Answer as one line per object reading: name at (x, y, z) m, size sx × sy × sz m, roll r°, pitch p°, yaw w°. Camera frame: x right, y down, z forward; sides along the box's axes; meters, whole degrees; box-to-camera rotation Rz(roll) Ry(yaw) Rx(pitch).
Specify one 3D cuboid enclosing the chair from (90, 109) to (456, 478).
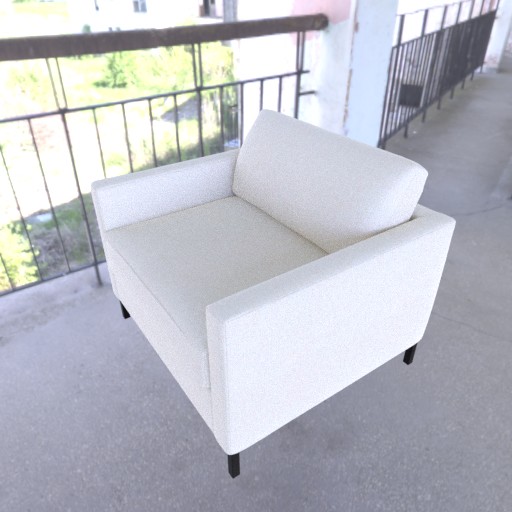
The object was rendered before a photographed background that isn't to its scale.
chair at (0.000, 0.000, 1.591) m, size 0.875 × 0.806 × 0.964 m, roll -21°, pitch 38°, yaw -29°
